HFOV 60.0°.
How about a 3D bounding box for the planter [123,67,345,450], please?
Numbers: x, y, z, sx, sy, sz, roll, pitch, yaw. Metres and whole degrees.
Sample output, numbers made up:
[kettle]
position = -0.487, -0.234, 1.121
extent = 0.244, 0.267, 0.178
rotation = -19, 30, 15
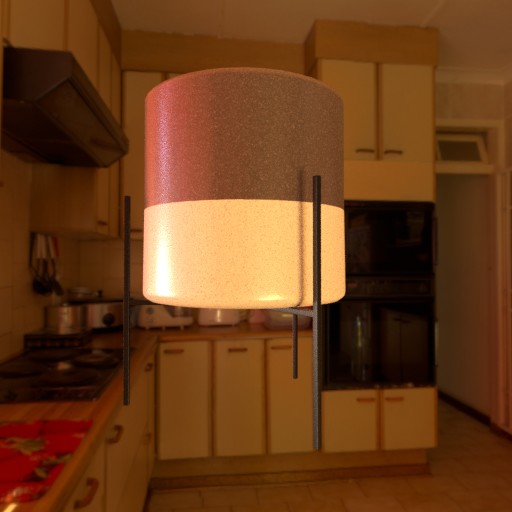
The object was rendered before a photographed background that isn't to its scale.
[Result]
[planter]
position = 0.000, 0.000, 0.521
extent = 0.250, 0.353, 0.260
rotation = 1, -1, -36
